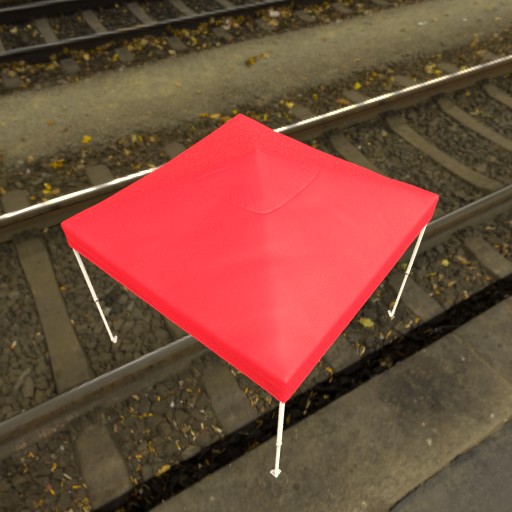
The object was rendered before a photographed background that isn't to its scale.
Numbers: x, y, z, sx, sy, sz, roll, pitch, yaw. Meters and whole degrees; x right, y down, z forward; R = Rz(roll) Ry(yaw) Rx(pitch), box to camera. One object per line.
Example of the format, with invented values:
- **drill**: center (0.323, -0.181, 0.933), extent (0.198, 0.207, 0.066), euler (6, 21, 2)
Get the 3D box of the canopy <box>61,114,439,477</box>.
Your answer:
- **canopy**: center (0.000, 0.000, 5.424), extent (2.996, 2.997, 2.998), euler (30, 53, 25)
